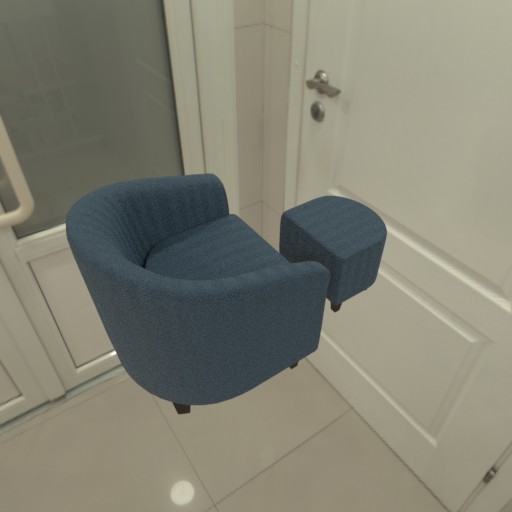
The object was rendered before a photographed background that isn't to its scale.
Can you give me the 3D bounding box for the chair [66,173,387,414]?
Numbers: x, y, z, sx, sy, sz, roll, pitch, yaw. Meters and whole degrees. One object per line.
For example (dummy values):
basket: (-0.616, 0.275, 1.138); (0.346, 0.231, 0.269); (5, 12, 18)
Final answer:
chair: (0.000, 0.000, 1.775); (1.288, 0.757, 0.756); (-24, 47, -25)
